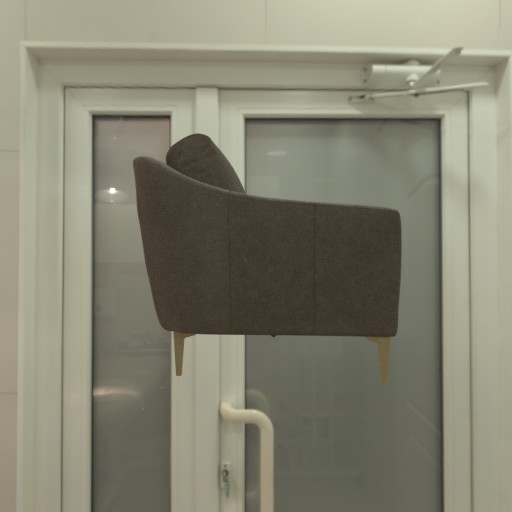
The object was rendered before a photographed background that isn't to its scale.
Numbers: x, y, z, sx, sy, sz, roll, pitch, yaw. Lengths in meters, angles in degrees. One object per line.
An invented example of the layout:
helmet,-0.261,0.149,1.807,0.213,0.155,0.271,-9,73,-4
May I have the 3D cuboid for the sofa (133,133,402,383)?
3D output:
sofa,0.000,0.000,2.473,0.960,0.902,2.036,0,-1,-1
